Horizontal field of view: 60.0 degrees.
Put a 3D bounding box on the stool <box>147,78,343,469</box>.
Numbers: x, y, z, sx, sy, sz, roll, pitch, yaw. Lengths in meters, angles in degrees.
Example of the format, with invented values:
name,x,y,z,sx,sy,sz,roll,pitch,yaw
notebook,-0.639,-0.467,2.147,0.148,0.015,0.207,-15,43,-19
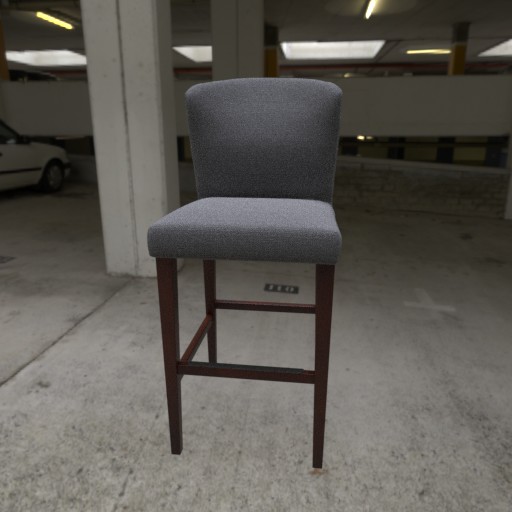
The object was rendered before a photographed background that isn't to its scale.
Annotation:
name,x,y,z,sx,sy,sz,roll,pitch,yaw
stool,0.000,0.000,1.355,0.486,1.069,0.568,2,16,7
